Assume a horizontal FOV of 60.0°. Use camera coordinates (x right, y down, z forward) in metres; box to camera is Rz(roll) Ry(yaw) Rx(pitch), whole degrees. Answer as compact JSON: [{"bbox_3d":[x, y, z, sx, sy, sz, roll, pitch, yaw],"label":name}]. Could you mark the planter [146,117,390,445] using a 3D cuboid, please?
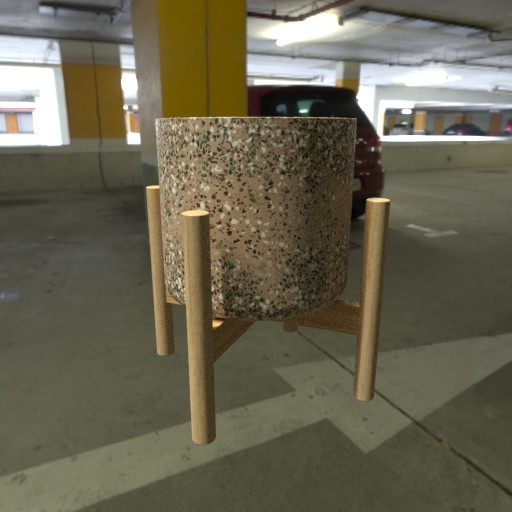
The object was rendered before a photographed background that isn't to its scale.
[{"bbox_3d":[0.000,0.000,0.544,0.284,0.320,0.284,-15,22,-43],"label":"planter"}]
